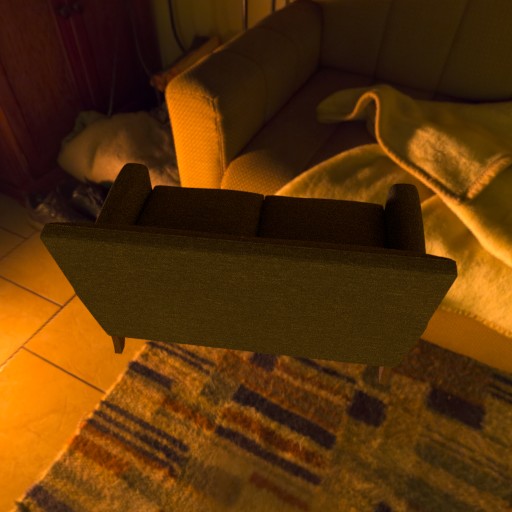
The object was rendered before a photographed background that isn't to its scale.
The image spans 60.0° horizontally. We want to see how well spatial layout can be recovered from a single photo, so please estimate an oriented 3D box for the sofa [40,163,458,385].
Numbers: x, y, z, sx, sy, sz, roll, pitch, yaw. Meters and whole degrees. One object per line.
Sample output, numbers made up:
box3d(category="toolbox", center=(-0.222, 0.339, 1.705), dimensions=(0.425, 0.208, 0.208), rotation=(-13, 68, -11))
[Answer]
box3d(category="sofa", center=(0.000, 0.000, 2.102), dimensions=(1.509, 0.905, 0.867), rotation=(5, 46, 5))
